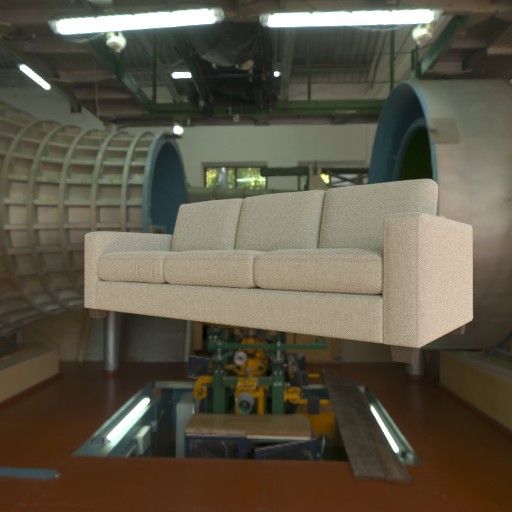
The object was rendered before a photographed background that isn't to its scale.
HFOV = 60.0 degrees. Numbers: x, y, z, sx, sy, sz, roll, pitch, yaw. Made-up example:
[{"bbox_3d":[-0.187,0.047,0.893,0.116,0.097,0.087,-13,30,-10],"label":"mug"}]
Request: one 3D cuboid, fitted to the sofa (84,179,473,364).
[{"bbox_3d":[0.000,0.000,2.590,2.160,0.800,0.900,0,0,37],"label":"sofa"}]
